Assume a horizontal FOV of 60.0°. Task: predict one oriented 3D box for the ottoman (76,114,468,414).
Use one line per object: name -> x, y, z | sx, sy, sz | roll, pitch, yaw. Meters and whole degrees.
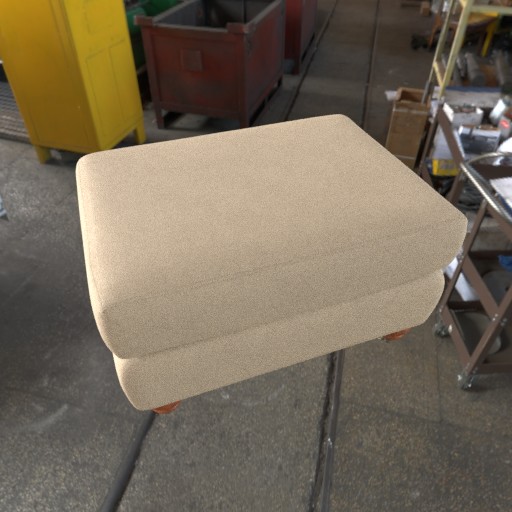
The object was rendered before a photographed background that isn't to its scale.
ottoman -> 0.000, 0.000, 1.133 | 0.773, 0.504, 0.569 | -14, 43, -15
